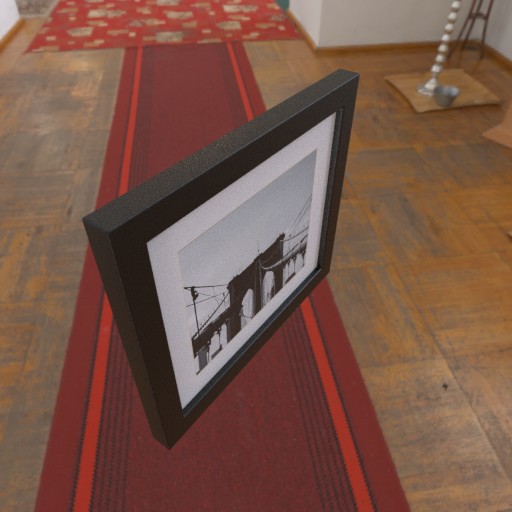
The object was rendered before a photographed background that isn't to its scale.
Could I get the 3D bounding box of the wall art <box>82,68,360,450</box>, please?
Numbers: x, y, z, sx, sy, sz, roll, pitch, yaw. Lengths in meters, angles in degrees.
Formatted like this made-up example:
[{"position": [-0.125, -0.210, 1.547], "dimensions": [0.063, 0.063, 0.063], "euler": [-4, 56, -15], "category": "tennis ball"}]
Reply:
[{"position": [0.000, 0.000, 0.533], "dimensions": [0.028, 0.330, 0.380], "euler": [26, 48, 26], "category": "wall art"}]
